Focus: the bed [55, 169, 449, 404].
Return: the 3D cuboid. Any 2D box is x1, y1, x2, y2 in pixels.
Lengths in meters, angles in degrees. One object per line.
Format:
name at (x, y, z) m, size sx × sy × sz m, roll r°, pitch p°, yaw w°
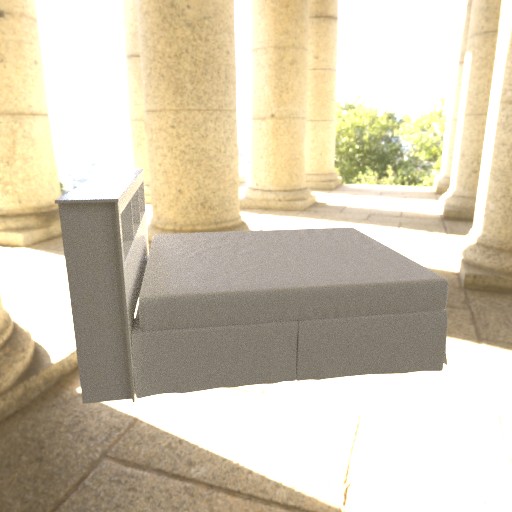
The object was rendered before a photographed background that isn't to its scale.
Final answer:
bed at (0.000, 0.000, 3.116) m, size 2.133 × 1.092 × 1.671 m, roll -3°, pitch 16°, yaw -9°
